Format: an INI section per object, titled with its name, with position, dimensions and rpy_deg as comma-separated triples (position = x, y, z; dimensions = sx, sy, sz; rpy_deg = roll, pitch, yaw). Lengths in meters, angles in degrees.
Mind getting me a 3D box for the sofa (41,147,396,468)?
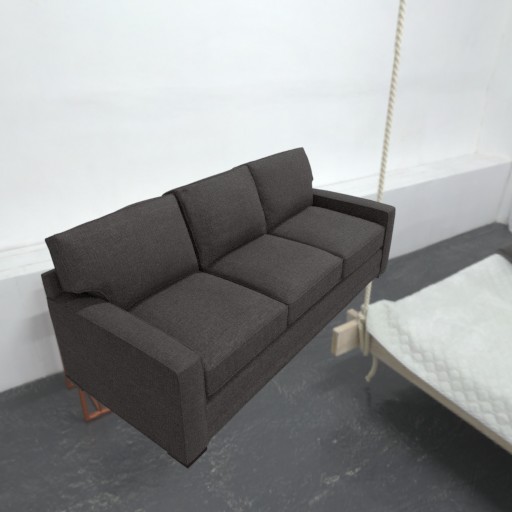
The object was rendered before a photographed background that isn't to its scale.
[sofa]
position = 0.000, 0.000, 2.927
dimensions = 1.004, 0.978, 2.369
rpy_deg = 19, 33, 32
